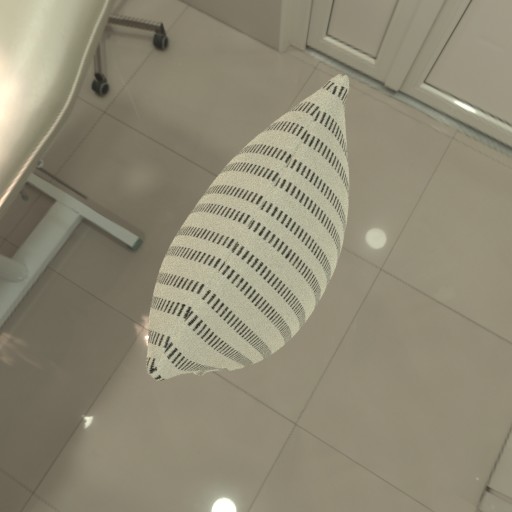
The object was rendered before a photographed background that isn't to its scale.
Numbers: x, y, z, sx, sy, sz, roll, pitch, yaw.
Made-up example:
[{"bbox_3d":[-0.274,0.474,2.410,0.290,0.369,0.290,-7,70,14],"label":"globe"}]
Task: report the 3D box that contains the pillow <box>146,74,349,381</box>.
[{"bbox_3d":[0.000,0.000,0.711,0.247,0.419,0.438,30,78,7],"label":"pillow"}]
